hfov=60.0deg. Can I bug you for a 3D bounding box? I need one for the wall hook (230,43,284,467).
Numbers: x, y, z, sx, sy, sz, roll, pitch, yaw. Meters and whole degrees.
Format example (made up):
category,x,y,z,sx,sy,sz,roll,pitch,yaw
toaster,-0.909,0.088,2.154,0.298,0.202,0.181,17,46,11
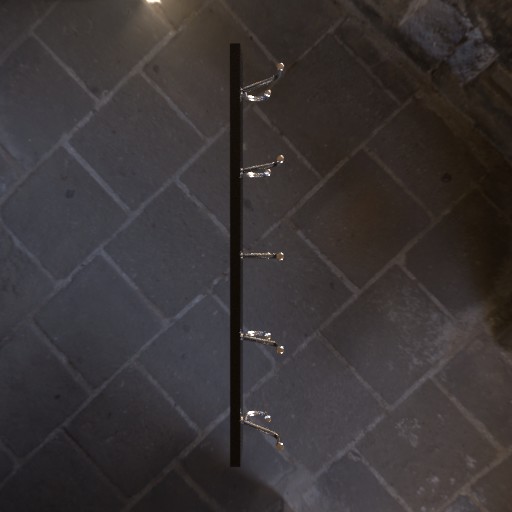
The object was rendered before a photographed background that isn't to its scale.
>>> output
category,x,y,z,sx,sy,sz,roll,pitch,yaw
wall hook,0.000,0.000,0.599,0.071,0.117,0.571,0,90,2
